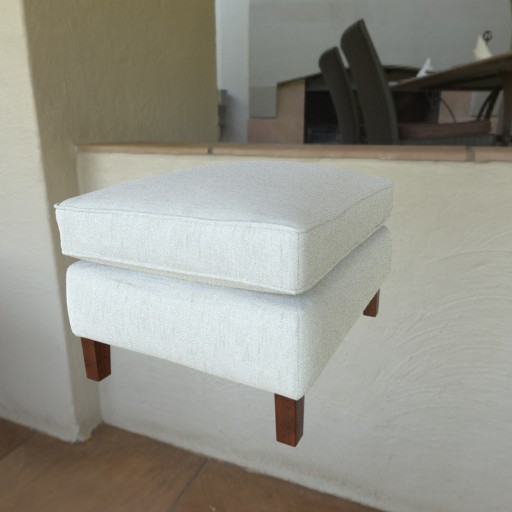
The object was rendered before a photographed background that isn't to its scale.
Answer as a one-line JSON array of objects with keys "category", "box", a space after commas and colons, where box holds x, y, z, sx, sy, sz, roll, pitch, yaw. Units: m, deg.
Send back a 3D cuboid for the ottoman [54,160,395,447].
[{"category": "ottoman", "box": [0.000, 0.000, 0.972, 0.501, 0.406, 0.665, 8, 17, 26]}]
